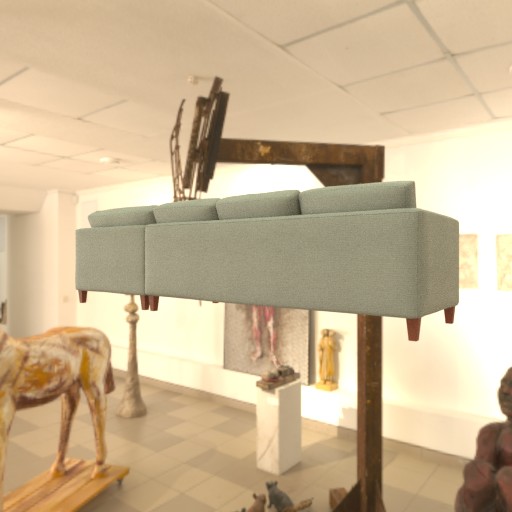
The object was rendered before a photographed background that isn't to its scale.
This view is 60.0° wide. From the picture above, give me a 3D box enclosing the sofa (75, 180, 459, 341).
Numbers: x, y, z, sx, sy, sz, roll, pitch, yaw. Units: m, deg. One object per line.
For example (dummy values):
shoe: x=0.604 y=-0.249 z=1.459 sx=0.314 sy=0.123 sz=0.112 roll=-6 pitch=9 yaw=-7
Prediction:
sofa: x=0.000 y=0.000 z=4.085 sx=3.471 sy=0.950 sz=1.604 roll=0 pitch=0 yaw=37
